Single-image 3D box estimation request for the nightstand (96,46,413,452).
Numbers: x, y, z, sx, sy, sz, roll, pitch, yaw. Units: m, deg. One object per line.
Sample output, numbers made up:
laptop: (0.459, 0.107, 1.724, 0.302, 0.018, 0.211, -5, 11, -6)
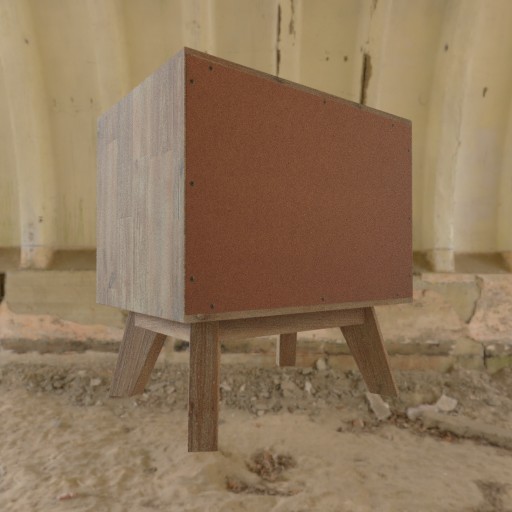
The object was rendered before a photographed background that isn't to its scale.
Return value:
nightstand: (0.000, 0.000, 0.952, 0.552, 0.589, 0.396, 1, -1, -37)
